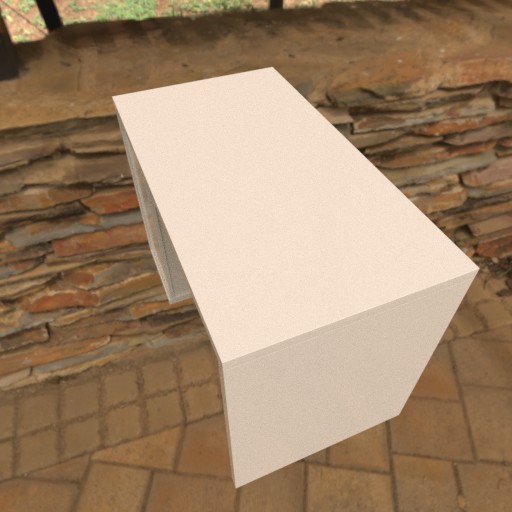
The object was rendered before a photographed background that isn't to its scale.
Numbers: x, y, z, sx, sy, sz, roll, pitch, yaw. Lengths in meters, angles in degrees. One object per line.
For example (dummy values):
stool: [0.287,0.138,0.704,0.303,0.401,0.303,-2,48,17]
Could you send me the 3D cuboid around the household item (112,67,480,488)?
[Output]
household item: [0.000,0.000,1.507,0.597,0.749,1.100,-17,49,-15]
